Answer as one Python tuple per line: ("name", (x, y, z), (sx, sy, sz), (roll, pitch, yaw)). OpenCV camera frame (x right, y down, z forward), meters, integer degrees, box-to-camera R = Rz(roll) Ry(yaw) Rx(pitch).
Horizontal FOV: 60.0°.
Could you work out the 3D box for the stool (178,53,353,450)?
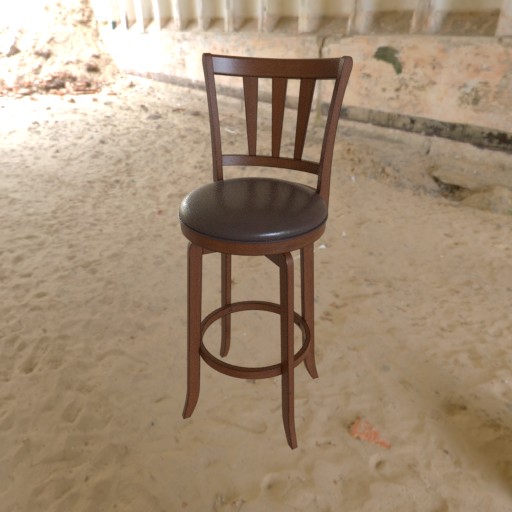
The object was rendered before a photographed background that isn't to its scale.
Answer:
("stool", (0.000, 0.000, 1.440), (0.464, 1.177, 0.503), (9, 29, 16))
